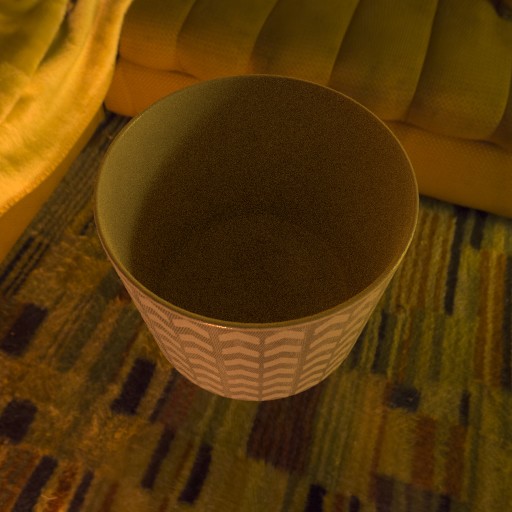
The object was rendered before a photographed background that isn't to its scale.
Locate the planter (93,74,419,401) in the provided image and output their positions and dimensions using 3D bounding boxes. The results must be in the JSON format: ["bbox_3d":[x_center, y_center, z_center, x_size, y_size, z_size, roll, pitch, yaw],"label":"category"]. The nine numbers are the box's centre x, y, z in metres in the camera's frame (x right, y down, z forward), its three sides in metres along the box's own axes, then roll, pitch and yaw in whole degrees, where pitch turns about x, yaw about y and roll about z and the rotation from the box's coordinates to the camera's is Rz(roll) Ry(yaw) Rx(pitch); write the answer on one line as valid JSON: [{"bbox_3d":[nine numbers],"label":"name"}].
[{"bbox_3d":[0.000,0.000,0.447,0.250,0.239,0.250,0,59,0],"label":"planter"}]
